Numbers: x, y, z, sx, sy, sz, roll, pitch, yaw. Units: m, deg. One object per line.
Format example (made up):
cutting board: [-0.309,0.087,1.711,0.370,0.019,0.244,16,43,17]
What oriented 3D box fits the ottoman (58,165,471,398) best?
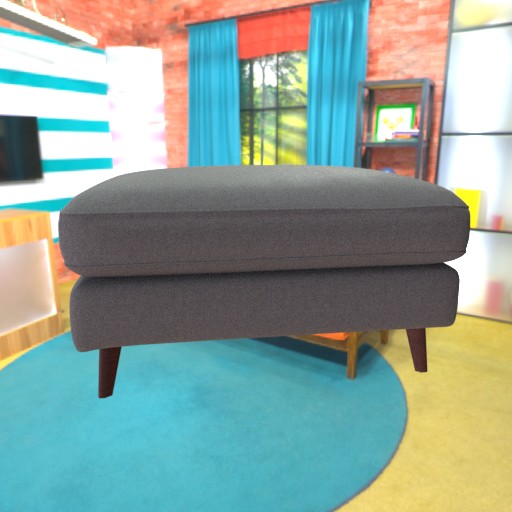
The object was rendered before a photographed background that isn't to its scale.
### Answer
ottoman: [0.000,0.000,1.127,0.811,0.449,0.608,-2,14,-8]
